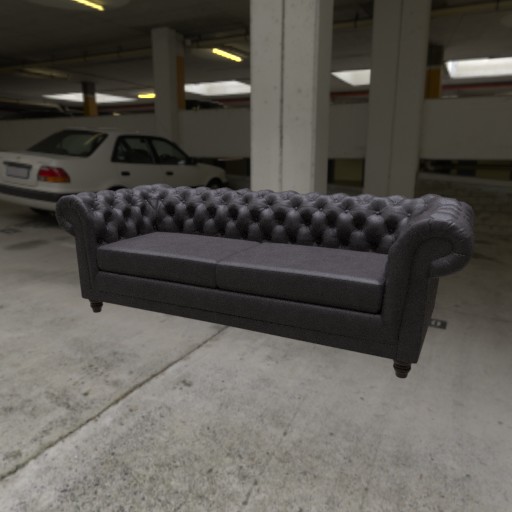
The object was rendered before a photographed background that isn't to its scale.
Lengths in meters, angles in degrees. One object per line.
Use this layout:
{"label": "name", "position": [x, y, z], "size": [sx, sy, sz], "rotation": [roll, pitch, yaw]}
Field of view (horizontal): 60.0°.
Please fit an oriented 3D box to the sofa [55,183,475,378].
{"label": "sofa", "position": [0.000, 0.000, 2.728], "size": [2.385, 0.783, 0.944], "rotation": [7, 15, 26]}
